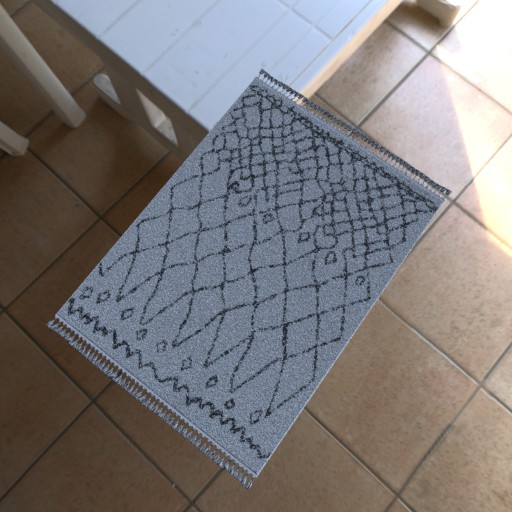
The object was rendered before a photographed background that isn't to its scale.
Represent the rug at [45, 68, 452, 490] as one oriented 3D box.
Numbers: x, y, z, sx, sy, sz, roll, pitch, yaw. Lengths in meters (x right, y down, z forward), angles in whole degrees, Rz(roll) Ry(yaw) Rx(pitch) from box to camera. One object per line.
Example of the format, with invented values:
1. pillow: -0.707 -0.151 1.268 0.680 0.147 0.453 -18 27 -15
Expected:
1. rug: 0.000 0.000 2.913 1.613 0.017 2.312 36 79 8
